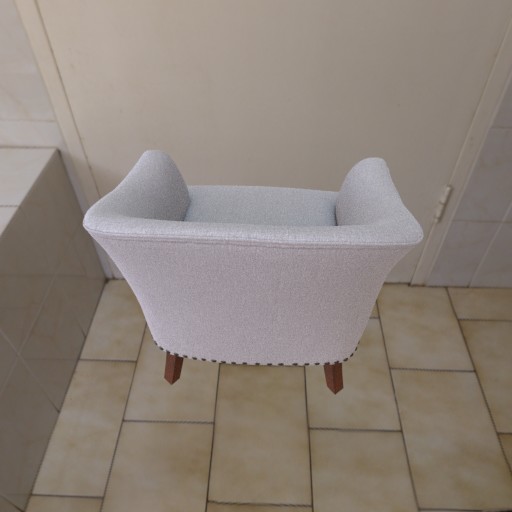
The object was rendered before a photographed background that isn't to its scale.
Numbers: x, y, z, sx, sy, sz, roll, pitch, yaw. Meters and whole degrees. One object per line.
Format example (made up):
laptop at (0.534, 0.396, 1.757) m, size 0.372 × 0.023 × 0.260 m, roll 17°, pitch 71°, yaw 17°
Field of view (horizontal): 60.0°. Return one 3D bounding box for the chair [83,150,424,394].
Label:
chair at (0.000, 0.000, 1.371) m, size 0.798 × 0.815 × 0.704 m, roll 3°, pitch 46°, yaw 3°
